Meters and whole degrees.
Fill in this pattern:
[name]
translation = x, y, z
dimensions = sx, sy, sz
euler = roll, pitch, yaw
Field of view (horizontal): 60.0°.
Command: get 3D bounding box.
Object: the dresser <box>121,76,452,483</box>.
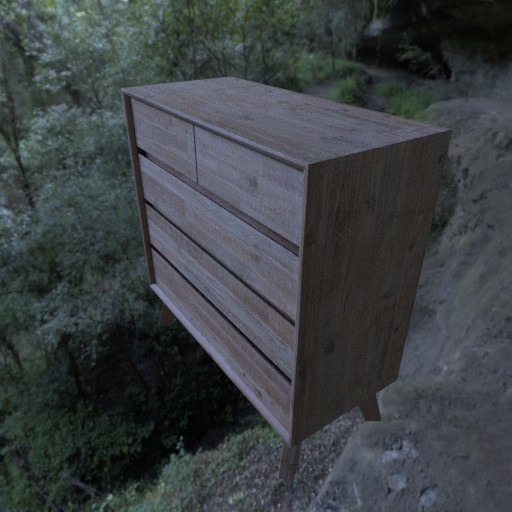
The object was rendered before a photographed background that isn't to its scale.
[dresser]
translation = 0.000, 0.000, 1.563
dimensions = 0.455, 1.029, 0.998
euler = -19, 35, -30
